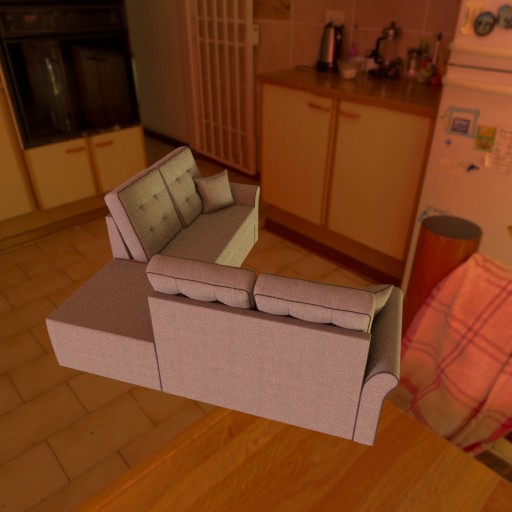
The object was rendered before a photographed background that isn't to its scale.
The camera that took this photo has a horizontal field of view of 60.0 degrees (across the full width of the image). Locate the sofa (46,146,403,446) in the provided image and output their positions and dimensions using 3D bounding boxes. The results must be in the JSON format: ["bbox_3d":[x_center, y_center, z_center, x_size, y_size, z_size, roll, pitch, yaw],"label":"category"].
[{"bbox_3d":[0.000,0.000,3.257,2.068,0.988,2.070,9,33,15],"label":"sofa"}]
